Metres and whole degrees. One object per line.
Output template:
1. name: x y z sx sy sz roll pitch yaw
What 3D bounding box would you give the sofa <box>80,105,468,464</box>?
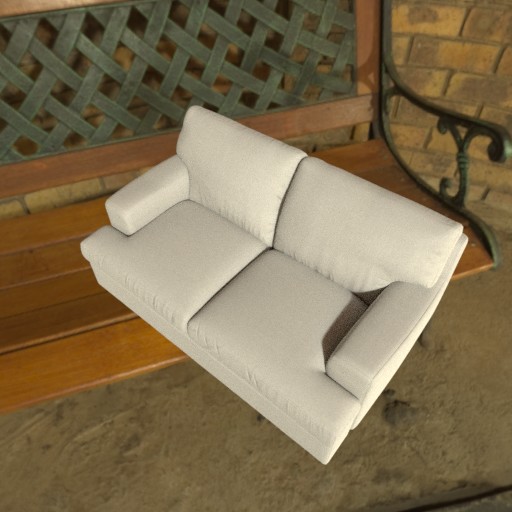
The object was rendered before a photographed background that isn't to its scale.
1. sofa: 0.000 0.000 2.495 1.880 0.940 1.143 31 54 26
